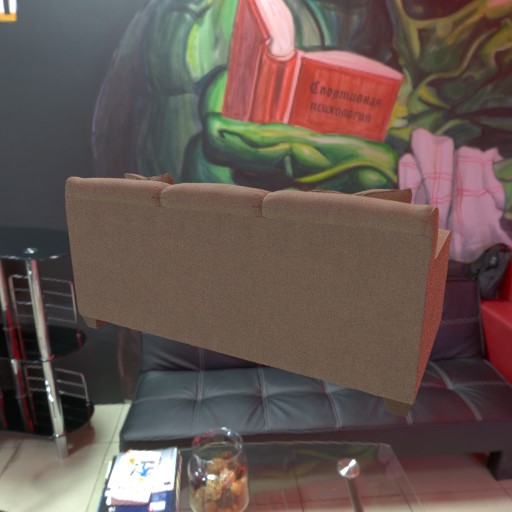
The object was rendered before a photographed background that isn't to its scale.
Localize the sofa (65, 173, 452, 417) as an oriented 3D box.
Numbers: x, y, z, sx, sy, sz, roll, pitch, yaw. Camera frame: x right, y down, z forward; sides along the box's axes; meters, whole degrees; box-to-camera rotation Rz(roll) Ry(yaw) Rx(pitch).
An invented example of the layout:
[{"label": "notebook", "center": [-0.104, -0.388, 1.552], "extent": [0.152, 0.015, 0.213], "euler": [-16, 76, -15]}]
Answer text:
[{"label": "sofa", "center": [0.000, 0.000, 2.598], "extent": [2.024, 0.958, 0.997], "euler": [8, 18, 27]}]
